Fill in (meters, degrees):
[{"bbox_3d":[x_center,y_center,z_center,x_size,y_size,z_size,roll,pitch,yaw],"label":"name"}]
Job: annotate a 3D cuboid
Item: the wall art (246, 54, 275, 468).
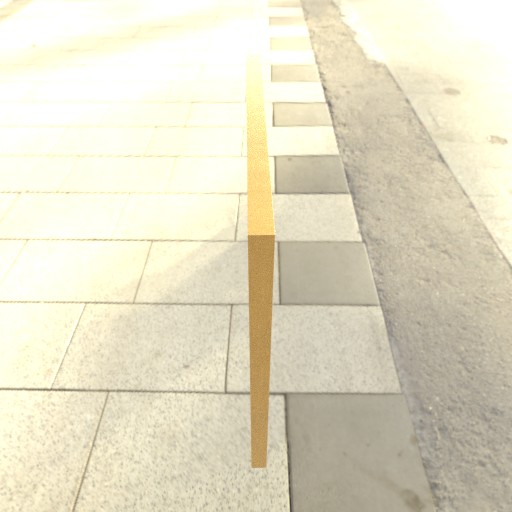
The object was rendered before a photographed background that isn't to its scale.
[{"bbox_3d":[0.000,0.000,2.933,0.097,1.936,1.935,-1,42,-1],"label":"wall art"}]
